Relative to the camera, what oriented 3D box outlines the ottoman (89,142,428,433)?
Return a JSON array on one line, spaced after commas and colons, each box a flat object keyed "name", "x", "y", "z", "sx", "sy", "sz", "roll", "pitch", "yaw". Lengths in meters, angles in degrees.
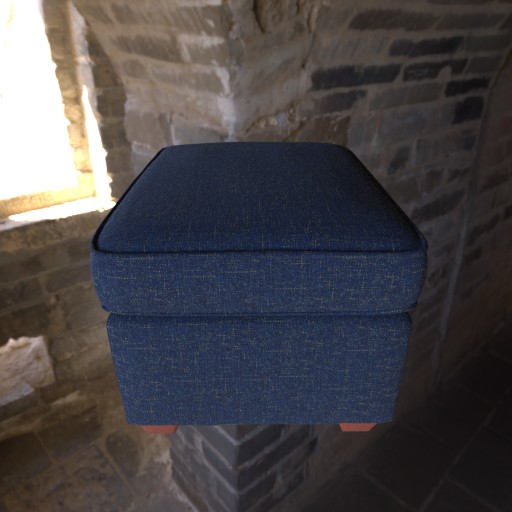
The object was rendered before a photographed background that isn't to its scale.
[{"name": "ottoman", "x": 0.000, "y": 0.000, "z": 1.065, "sx": 0.549, "sy": 0.450, "sz": 0.749, "roll": 0, "pitch": 27, "yaw": -1}]
